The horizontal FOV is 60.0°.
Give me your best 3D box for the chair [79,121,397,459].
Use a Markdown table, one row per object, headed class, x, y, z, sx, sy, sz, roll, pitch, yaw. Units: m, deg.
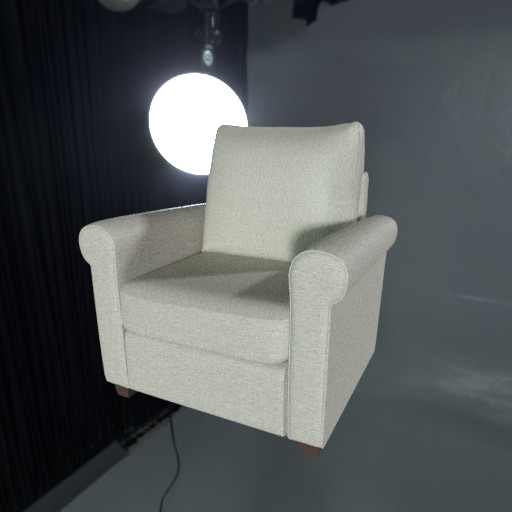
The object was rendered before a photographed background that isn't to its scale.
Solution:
| class | x | y | z | sx | sy | sz | roll | pitch | yaw |
| --- | --- | --- | --- | --- | --- | --- | --- | --- | --- |
| chair | 0.000 | 0.000 | 2.309 | 1.275 | 1.349 | 1.180 | 7 | 16 | 26 |
